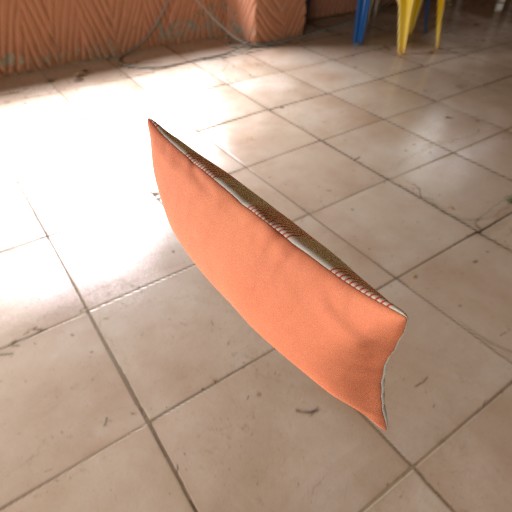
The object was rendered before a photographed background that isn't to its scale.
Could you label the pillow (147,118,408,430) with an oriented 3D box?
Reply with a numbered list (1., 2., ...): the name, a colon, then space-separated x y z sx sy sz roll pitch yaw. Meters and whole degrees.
1. pillow: 0.000 0.000 0.743 0.156 0.292 0.608 -25 47 -26
